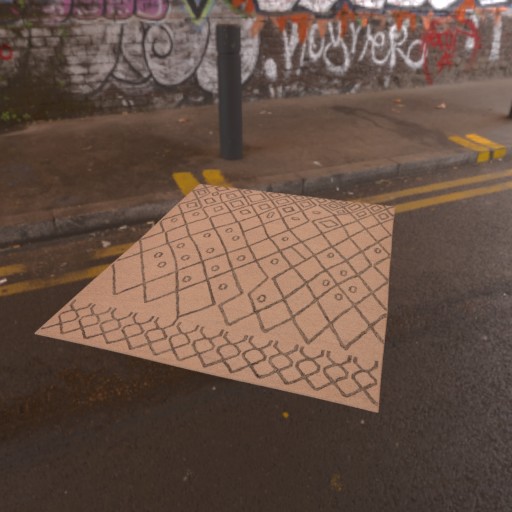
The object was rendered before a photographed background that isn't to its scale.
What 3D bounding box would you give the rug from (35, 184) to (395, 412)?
[{"bbox_3d":[0.000,0.000,4.170,2.446,0.015,3.046,9,32,14],"label":"rug"}]
